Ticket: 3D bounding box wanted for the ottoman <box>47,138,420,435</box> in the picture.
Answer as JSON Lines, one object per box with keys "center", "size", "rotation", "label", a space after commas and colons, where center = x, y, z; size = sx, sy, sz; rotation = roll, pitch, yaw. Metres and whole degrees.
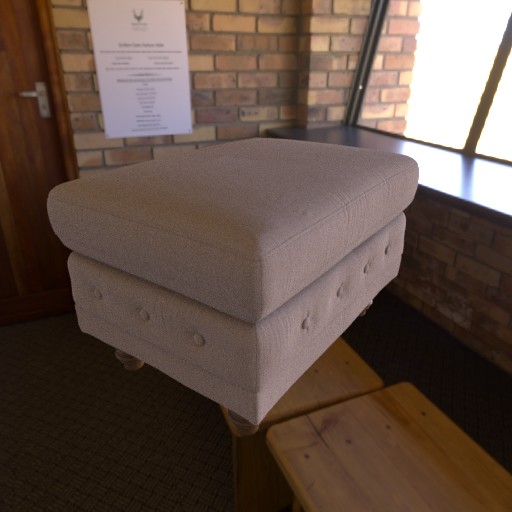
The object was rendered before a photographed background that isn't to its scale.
{"center": [0.000, 0.000, 1.131], "size": [0.569, 0.500, 0.771], "rotation": [16, 29, 32], "label": "ottoman"}
